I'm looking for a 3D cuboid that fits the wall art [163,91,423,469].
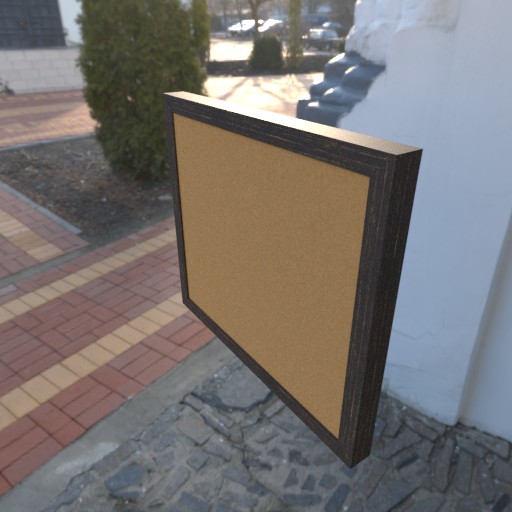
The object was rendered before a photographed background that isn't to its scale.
[{"bbox_3d":[0.000,0.000,0.530,0.031,0.330,0.381,-18,33,-31],"label":"wall art"}]
